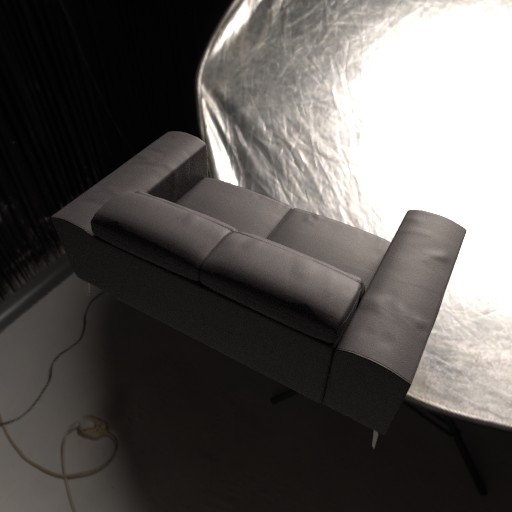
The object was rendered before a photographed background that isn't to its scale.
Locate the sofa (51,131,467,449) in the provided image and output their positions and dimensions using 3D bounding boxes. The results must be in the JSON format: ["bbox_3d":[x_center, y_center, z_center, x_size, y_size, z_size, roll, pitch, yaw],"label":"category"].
[{"bbox_3d":[0.000,0.000,2.397,1.895,0.779,1.003,22,50,20],"label":"sofa"}]
